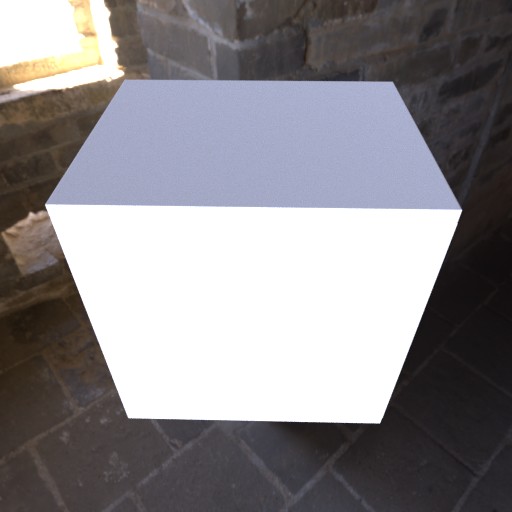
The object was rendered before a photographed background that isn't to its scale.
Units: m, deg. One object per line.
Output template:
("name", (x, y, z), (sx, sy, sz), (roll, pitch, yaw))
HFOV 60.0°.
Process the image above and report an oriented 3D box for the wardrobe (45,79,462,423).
("wardrobe", (0.000, 0.000, 0.852), (0.500, 0.520, 0.400), (1, 42, 1))
